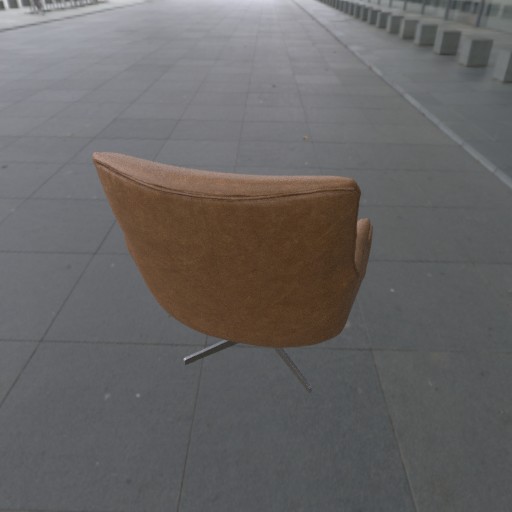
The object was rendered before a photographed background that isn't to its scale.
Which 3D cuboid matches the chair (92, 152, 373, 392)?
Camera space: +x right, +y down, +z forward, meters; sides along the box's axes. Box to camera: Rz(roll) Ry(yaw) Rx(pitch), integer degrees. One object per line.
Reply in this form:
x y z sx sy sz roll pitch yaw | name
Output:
0.000 0.000 1.474 0.729 0.869 0.874 9 33 14 | chair
